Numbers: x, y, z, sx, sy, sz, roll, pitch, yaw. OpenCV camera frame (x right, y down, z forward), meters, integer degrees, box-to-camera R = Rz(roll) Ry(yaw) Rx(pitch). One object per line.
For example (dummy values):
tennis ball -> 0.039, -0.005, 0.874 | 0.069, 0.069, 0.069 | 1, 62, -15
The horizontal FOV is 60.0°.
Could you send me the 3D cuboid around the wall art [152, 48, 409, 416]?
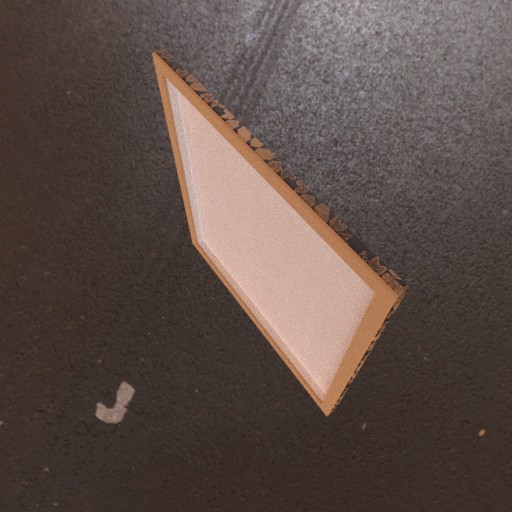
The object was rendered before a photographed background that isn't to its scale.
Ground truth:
wall art -> 0.000, 0.000, 1.388 | 0.038, 0.914, 0.914 | -31, 63, -18
